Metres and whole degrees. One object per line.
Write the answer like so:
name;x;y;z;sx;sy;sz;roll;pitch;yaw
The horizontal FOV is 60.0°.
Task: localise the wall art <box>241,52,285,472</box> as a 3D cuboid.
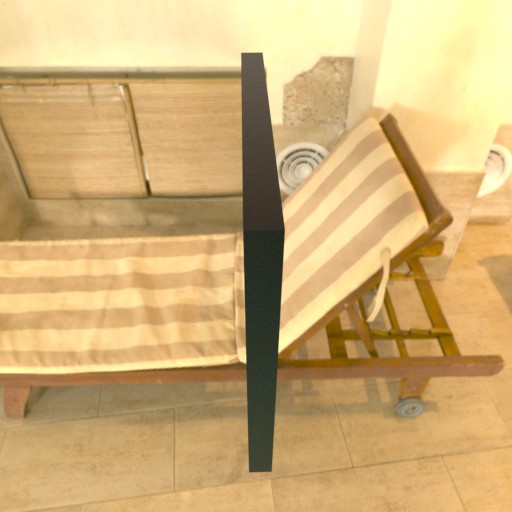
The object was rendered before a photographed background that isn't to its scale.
wall art;0.000;0.000;0.755;0.038;0.506;0.506;-1;41;-1
